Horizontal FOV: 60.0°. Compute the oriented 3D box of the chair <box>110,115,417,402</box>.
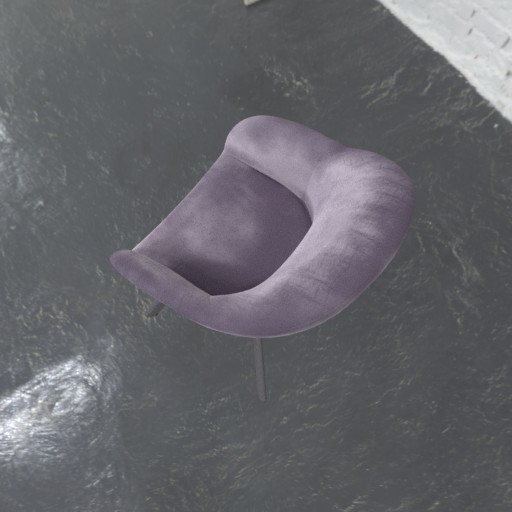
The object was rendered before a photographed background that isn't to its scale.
[{"bbox_3d":[0.000,0.000,1.162,0.590,0.795,0.550,33,69,15],"label":"chair"}]
